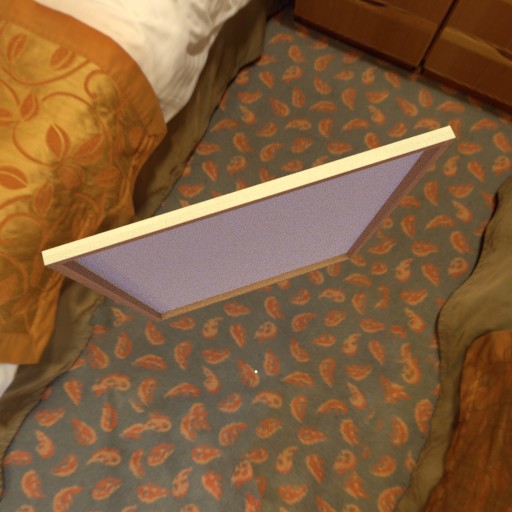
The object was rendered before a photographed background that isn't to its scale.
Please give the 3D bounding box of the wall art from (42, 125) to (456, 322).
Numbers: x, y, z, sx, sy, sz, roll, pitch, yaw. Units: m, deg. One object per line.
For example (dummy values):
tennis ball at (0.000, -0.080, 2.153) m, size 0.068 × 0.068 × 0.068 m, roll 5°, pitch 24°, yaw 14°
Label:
wall art at (0.000, 0.000, 0.969) m, size 0.609 × 0.710 × 0.021 m, roll -18°, pitch 76°, yaw -5°
